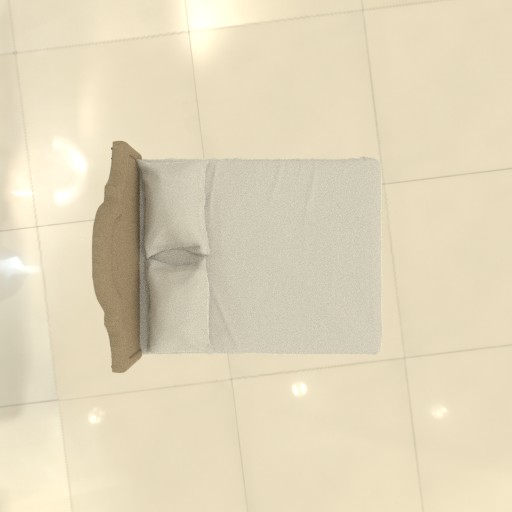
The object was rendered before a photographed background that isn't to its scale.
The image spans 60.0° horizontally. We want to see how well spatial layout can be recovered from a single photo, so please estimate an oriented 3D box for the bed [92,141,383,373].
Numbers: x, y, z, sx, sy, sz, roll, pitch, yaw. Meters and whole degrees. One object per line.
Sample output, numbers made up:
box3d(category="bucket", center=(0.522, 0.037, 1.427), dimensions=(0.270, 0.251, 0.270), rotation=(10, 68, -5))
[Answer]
box3d(category="bed", center=(0.000, 0.000, 3.439), dimensions=(2.222, 1.634, 1.780), rotation=(0, 90, 0))
